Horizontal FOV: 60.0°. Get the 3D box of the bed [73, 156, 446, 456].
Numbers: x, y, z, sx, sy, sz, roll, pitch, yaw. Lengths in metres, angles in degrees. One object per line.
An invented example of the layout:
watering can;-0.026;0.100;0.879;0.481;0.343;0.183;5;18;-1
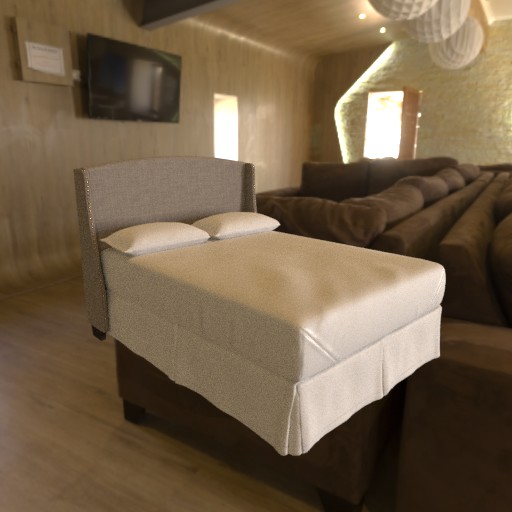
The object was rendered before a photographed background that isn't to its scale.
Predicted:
bed;0.000;0.000;3.277;1.710;1.407;2.237;-13;19;-42
